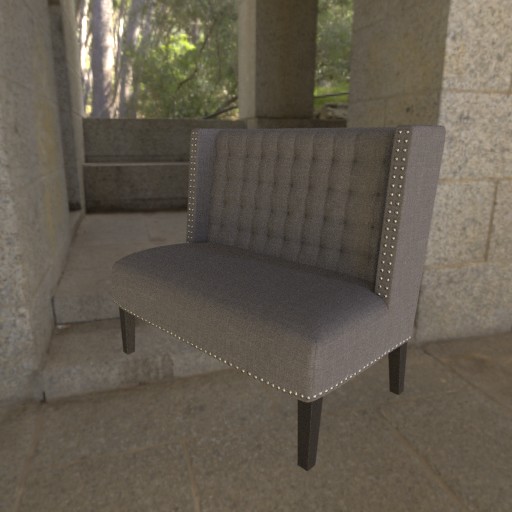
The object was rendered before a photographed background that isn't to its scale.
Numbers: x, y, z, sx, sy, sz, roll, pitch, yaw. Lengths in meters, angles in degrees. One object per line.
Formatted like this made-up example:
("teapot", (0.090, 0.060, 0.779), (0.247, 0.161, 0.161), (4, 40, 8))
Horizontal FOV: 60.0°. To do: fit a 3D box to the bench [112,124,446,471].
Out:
("bench", (0.000, 0.000, 1.999), (1.276, 1.121, 0.842), (15, 21, 43))
